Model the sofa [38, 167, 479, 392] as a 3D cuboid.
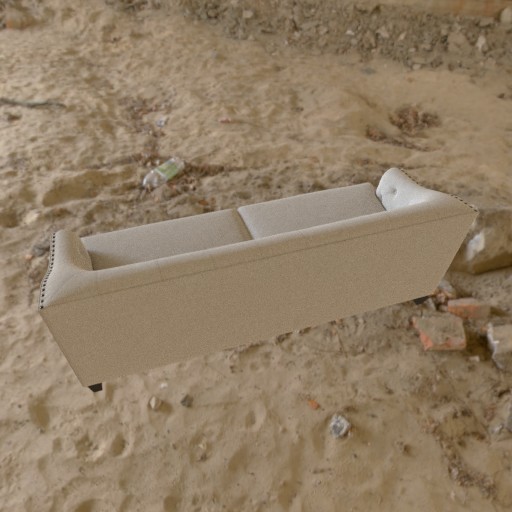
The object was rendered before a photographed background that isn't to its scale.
[{"bbox_3d":[0.000,0.000,2.701,2.235,0.901,0.914,-12,44,-13],"label":"sofa"}]
